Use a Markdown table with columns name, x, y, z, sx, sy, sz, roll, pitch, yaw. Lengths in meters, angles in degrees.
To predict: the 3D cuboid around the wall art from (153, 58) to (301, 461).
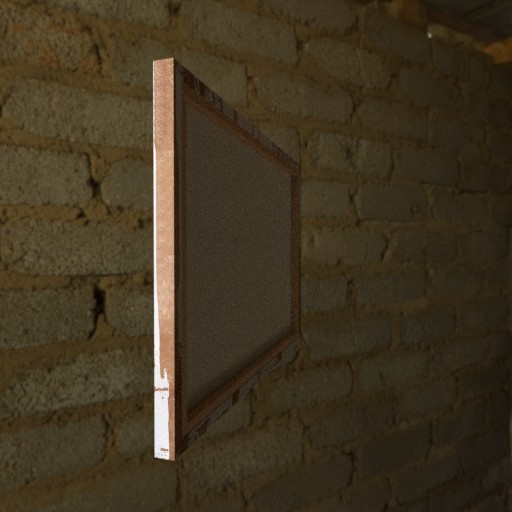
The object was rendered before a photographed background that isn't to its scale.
| name | x | y | z | sx | sy | sz | roll | pitch | yaw |
| --- | --- | --- | --- | --- | --- | --- | --- | --- | --- |
| wall art | 0.000 | 0.000 | 1.109 | 0.035 | 0.609 | 0.914 | 0 | 1 | 18 |
